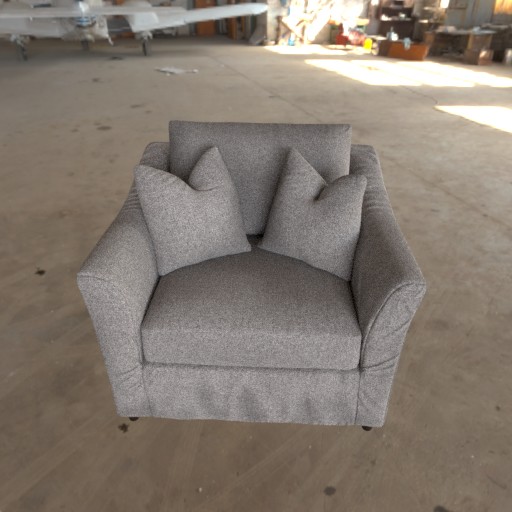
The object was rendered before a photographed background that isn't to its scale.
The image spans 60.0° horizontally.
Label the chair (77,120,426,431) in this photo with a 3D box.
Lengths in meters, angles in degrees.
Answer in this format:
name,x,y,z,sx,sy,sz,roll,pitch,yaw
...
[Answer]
name,x,y,z,sx,sy,sz,roll,pitch,yaw
chair,0.000,0.000,2.030,1.194,1.059,1.071,1,30,2
